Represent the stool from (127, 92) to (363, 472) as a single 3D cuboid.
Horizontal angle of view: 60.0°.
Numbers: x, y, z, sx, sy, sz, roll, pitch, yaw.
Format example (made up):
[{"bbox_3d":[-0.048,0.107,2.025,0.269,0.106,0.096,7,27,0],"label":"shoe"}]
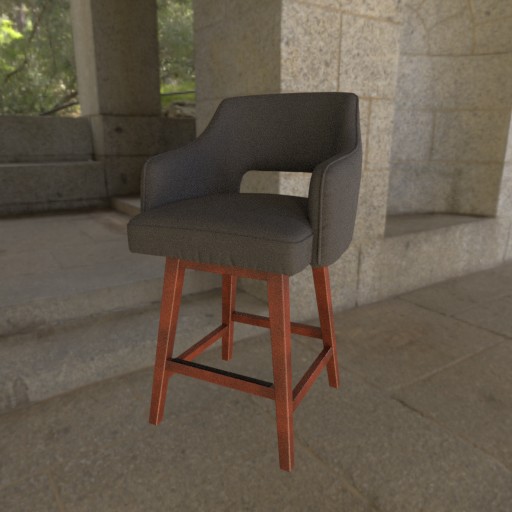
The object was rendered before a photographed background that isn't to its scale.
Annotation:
[{"bbox_3d":[0.000,0.000,1.259,0.548,0.912,0.558,7,17,25],"label":"stool"}]
